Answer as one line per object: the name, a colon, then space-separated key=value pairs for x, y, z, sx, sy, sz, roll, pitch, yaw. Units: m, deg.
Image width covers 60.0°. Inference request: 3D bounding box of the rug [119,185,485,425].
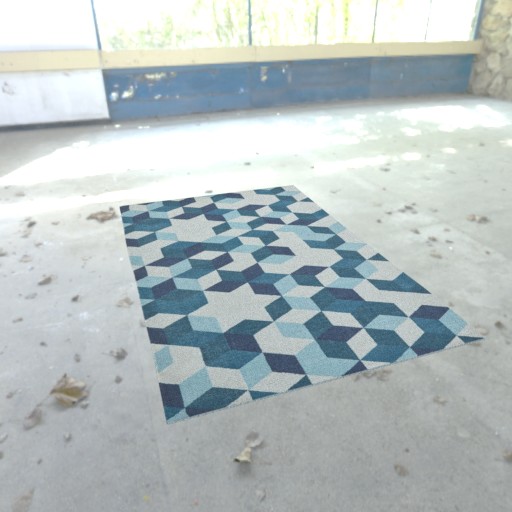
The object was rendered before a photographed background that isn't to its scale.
rug: x=0.000 y=0.000 z=2.275 sx=1.235 sy=0.014 sz=1.829 roll=-10 pitch=30 yaw=-17
